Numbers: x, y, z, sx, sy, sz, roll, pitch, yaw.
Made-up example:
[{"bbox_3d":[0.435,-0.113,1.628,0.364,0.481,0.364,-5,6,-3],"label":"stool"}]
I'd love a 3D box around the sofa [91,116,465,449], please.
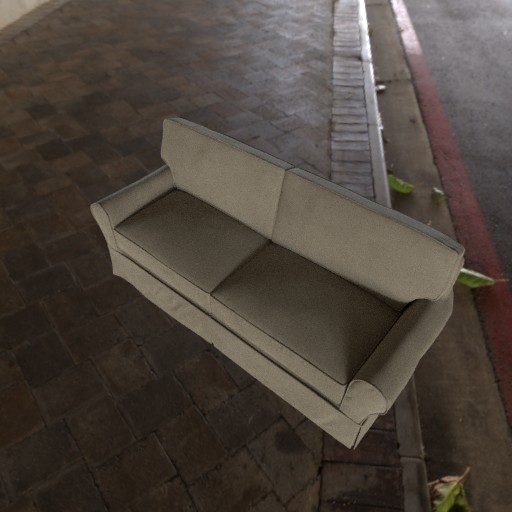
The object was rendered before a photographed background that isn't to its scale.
[{"bbox_3d":[0.000,0.000,2.761,2.246,1.014,0.900,30,52,27],"label":"sofa"}]
